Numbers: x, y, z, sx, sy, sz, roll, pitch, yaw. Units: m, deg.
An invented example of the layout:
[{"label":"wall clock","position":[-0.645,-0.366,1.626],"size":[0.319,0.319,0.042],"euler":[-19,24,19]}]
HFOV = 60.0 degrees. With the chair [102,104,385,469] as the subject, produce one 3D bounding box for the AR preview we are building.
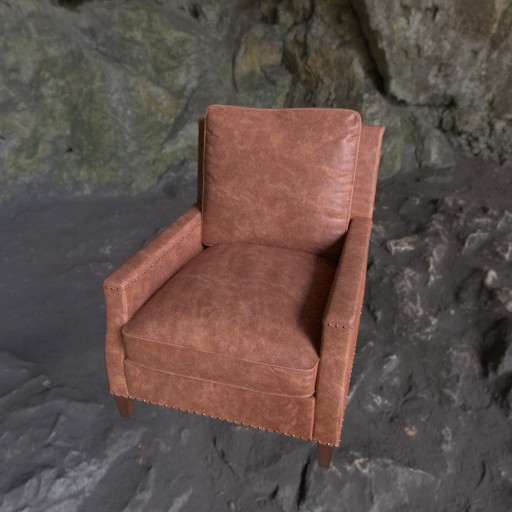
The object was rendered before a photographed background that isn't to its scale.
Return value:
[{"label":"chair","position":[0.000,0.000,1.772],"size":[0.854,1.054,1.035],"euler":[7,27,15]}]
